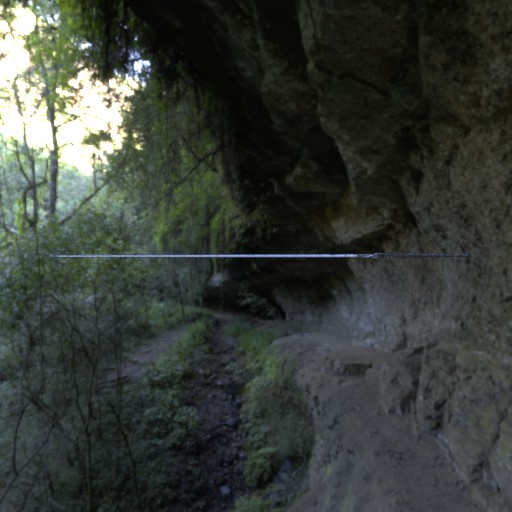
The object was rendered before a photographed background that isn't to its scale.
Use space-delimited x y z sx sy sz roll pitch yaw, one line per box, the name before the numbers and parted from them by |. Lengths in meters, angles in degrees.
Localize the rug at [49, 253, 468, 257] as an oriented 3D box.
rug | 0.000 0.000 2.973 2.312 0.017 1.613 0 0 37
